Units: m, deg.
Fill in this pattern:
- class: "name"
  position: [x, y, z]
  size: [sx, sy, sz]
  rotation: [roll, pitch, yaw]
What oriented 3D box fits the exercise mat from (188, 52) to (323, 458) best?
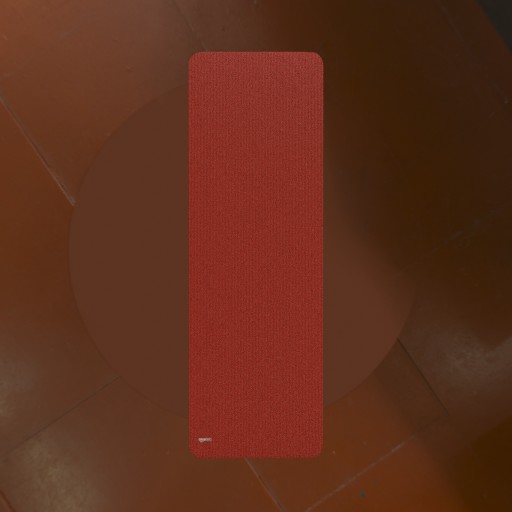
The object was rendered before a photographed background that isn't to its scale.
- class: "exercise mat"
  position: [0.000, 0.000, 2.036]
  size: [0.616, 0.021, 1.869]
  rotation: [0, 91, -1]
